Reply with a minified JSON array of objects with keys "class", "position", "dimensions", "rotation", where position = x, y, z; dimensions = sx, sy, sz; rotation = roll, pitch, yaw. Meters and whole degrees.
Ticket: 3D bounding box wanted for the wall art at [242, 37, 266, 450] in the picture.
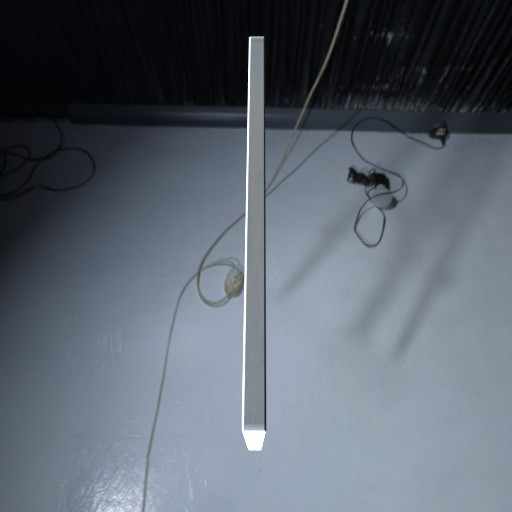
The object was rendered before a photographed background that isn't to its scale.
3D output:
[{"class":"wall art","position":[0.000,0.000,1.170],"dimensions":[0.039,0.609,0.914],"rotation":[0,64,0]}]
